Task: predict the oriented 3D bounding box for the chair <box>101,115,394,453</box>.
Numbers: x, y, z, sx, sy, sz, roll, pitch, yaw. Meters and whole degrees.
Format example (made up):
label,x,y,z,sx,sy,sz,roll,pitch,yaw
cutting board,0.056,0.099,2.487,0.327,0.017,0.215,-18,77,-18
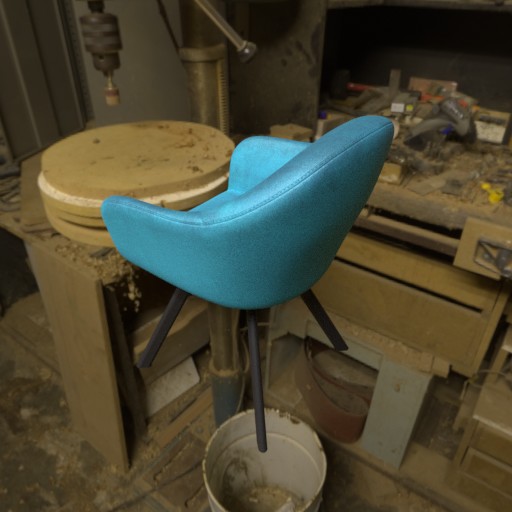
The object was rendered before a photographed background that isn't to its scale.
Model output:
label,x,y,z,sx,sy,sz,roll,pitch,yaw
chair,0.000,0.000,1.144,0.570,0.780,0.540,22,39,30
